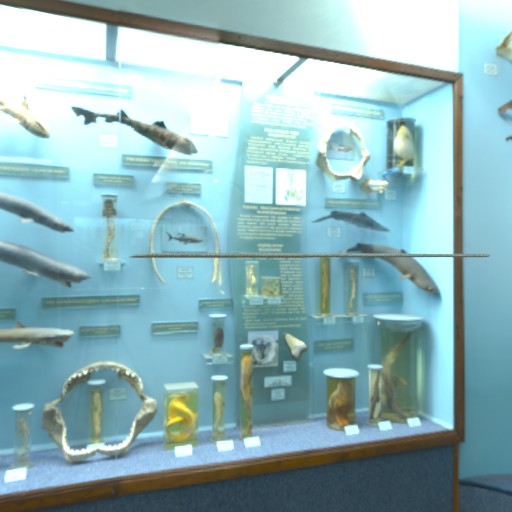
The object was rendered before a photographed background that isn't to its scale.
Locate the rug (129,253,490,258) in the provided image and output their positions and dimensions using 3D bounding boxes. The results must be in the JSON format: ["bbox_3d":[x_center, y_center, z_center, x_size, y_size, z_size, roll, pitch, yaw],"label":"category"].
[{"bbox_3d":[0.000,0.000,2.300,1.224,0.016,1.830,0,0,-17],"label":"rug"}]
